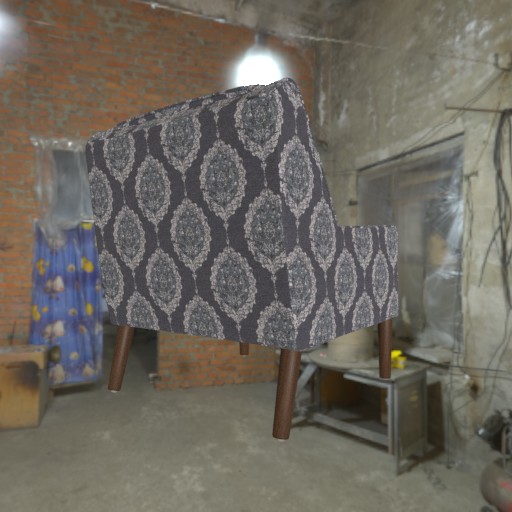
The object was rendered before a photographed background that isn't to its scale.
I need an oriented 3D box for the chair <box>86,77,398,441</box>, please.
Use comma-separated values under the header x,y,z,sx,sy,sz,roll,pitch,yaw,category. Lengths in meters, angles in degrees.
x,y,z,sx,sy,sz,roll,pitch,yaw,category
0.000,0.000,1.350,0.663,0.792,0.743,0,-1,37,chair
